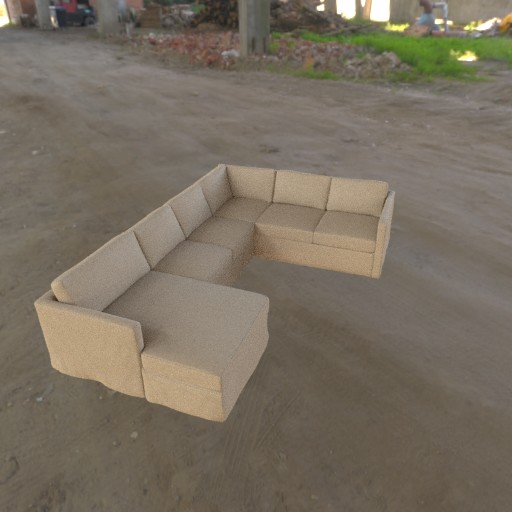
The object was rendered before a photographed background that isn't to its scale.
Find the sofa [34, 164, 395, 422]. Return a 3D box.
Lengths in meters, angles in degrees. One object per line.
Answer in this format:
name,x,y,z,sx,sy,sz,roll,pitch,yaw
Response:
sofa,0.000,0.000,4.626,2.476,0.878,3.528,10,31,18
